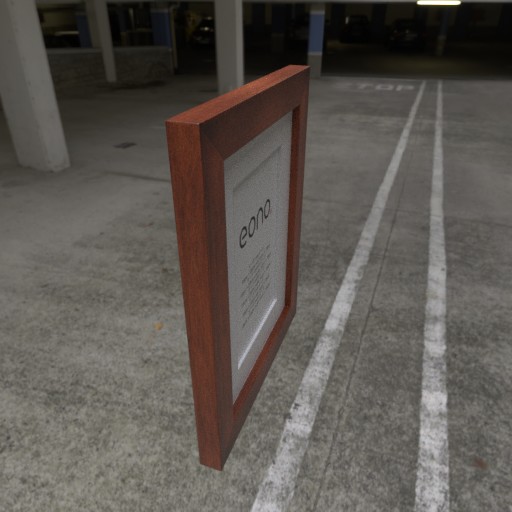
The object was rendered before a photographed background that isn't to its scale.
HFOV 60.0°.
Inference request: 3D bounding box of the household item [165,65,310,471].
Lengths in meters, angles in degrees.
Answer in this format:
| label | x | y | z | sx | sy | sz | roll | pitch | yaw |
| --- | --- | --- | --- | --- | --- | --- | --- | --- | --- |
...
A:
| label | x | y | z | sx | sy | sz | roll | pitch | yaw |
| --- | --- | --- | --- | --- | --- | --- | --- | --- | --- |
| household item | 0.000 | 0.000 | 0.344 | 0.020 | 0.250 | 0.200 | 11 | 32 | 17 |
